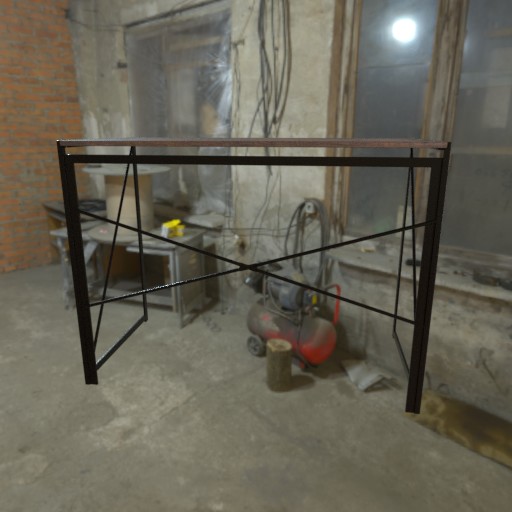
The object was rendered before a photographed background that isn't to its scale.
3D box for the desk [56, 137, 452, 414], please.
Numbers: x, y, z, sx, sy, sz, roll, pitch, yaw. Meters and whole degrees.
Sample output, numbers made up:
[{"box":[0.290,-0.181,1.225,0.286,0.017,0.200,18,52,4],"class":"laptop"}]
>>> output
[{"box":[0.000,0.000,1.467,1.015,0.747,0.505,2,16,8],"class":"desk"}]
